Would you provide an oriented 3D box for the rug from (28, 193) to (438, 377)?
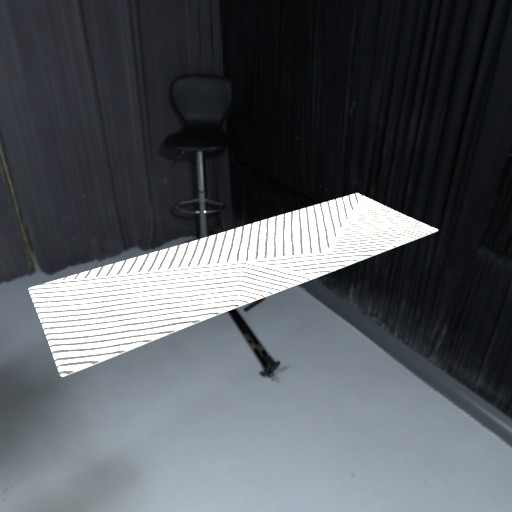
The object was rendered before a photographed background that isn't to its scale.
[{"bbox_3d":[0.000,0.000,2.690,2.439,0.020,0.773,-18,35,-28],"label":"rug"}]
